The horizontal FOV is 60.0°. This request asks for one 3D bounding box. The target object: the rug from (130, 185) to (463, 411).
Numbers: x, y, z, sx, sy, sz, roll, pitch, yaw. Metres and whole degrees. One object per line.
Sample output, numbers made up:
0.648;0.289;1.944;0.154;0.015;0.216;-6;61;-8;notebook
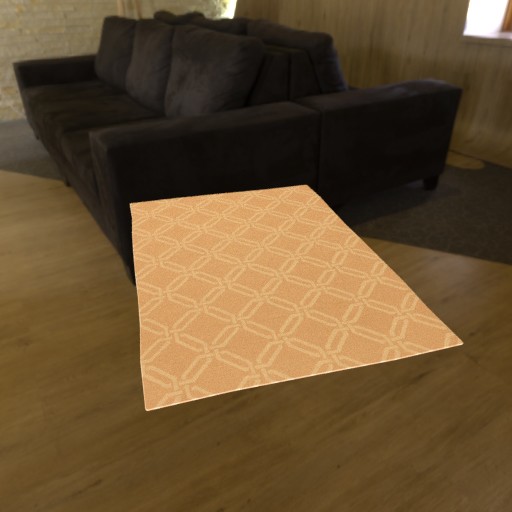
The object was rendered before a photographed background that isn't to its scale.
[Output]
0.000;0.000;2.848;1.524;0.013;2.135;-8;32;-13;rug
